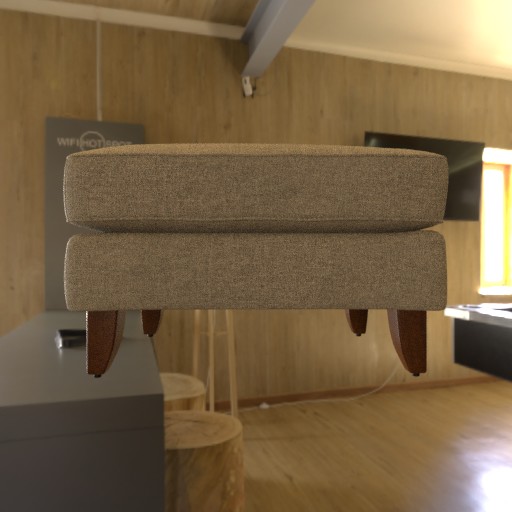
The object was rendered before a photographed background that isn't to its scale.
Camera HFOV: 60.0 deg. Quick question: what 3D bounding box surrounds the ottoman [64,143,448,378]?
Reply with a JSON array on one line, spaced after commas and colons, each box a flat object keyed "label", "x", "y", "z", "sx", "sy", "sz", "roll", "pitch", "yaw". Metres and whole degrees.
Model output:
[{"label": "ottoman", "x": 0.000, "y": 0.000, "z": 1.286, "sx": 0.889, "sy": 0.561, "sz": 0.661, "roll": 0, "pitch": 0, "yaw": -1}]
